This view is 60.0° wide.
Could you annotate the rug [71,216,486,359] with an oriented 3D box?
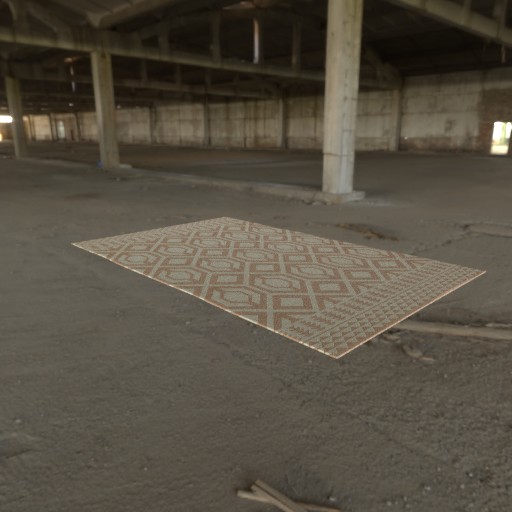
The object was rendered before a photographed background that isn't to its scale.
[{"bbox_3d":[0.000,0.000,3.009,1.526,0.011,2.435,-15,22,-42],"label":"rug"}]
